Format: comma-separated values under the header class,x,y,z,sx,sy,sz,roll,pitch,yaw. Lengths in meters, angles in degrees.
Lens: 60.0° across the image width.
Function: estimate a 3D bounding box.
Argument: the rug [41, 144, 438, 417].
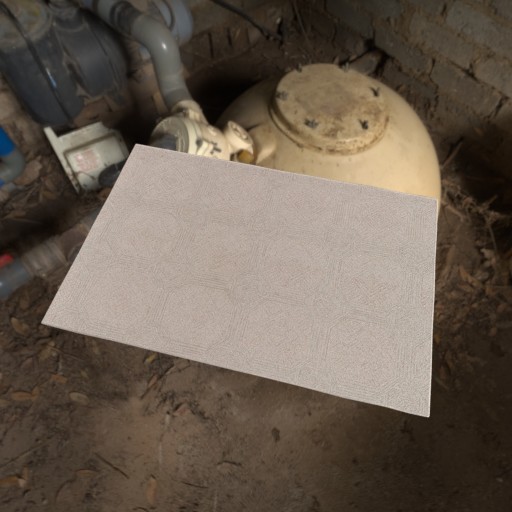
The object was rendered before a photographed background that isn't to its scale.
class,x,y,z,sx,sy,sz,roll,pitch,yaw
rug,0.000,0.000,2.332,1.839,0.009,1.236,12,60,7
